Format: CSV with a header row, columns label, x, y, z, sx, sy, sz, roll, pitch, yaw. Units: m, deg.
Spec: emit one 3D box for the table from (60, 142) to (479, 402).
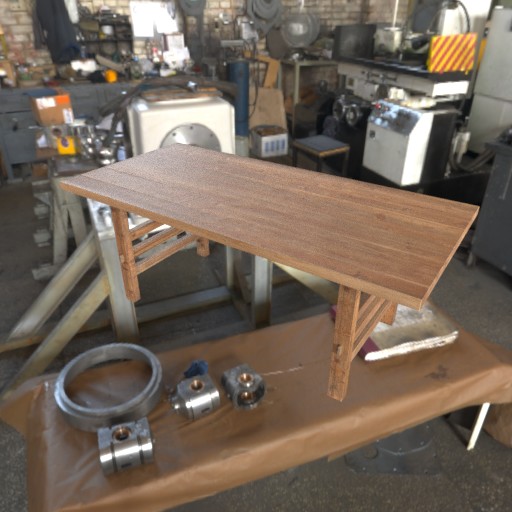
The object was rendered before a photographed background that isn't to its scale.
label,x,y,z,sx,sy,sz,roll,pitch,yaw
table,0.000,0.000,2.509,2.003,0.760,0.952,19,35,29
